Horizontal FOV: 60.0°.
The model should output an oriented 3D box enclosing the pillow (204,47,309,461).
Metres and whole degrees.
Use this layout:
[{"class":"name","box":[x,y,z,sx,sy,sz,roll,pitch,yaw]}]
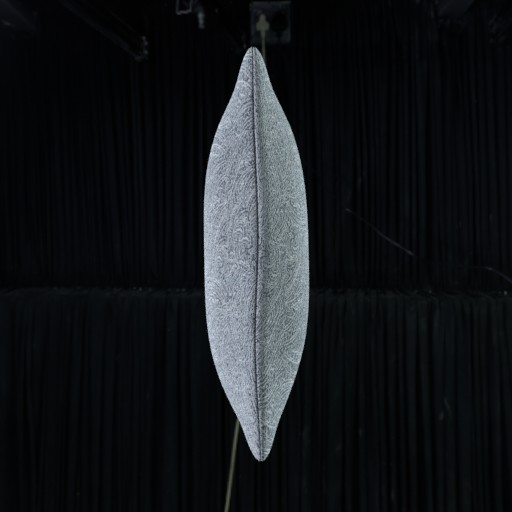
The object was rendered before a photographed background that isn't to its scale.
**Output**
[{"class":"pillow","box":[0.000,0.000,0.792,0.166,0.510,0.523,0,-1,0]}]
